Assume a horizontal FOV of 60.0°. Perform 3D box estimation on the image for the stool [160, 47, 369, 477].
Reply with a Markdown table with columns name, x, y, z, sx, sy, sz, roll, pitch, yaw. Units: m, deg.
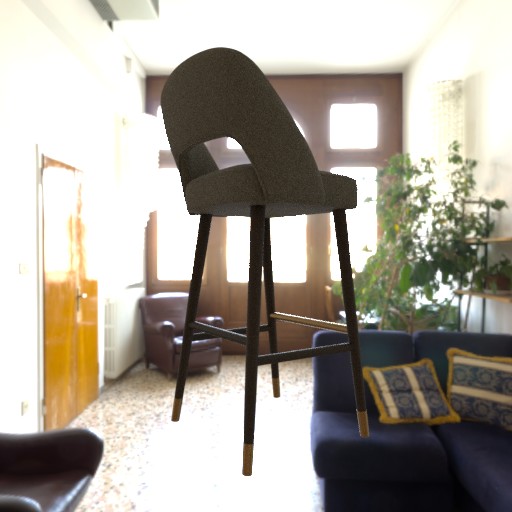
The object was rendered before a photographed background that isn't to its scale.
| name | x | y | z | sx | sy | sz | roll | pitch | yaw |
| --- | --- | --- | --- | --- | --- | --- | --- | --- | --- |
| stool | 0.000 | 0.000 | 1.380 | 0.524 | 1.089 | 0.536 | 0 | 0 | -34 |
